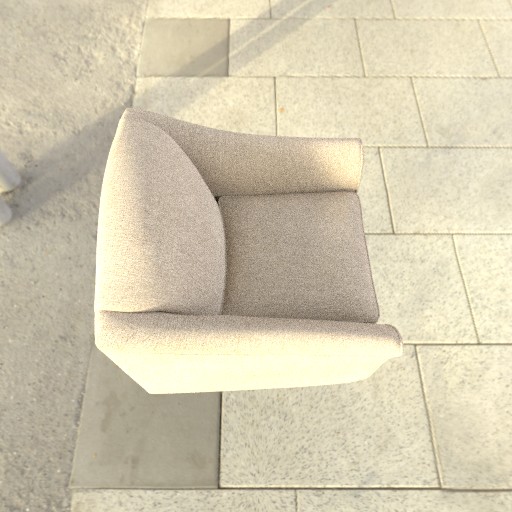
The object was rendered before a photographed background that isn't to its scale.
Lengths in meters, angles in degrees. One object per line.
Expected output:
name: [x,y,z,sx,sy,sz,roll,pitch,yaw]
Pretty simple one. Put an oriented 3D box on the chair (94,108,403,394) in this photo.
chair: [0.000,0.000,1.457,0.787,0.839,0.763,-2,62,-1]
